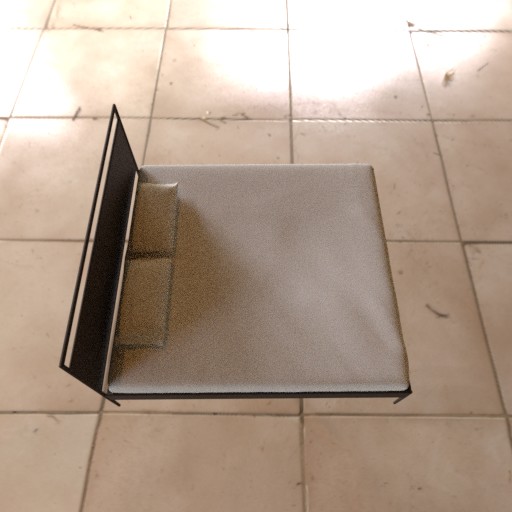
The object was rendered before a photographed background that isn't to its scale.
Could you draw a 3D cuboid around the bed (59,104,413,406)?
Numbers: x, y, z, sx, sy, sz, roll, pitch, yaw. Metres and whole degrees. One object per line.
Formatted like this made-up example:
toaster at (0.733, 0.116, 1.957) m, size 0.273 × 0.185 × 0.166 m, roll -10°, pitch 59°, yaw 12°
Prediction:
bed at (0.000, 0.000, 3.381) m, size 2.151 × 1.173 × 1.993 m, roll 0°, pitch 61°, yaw 0°
